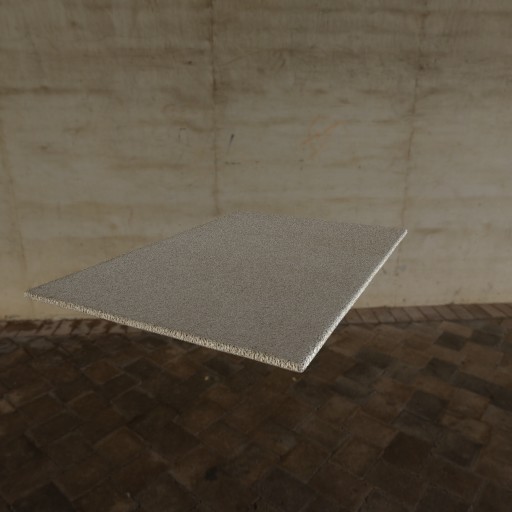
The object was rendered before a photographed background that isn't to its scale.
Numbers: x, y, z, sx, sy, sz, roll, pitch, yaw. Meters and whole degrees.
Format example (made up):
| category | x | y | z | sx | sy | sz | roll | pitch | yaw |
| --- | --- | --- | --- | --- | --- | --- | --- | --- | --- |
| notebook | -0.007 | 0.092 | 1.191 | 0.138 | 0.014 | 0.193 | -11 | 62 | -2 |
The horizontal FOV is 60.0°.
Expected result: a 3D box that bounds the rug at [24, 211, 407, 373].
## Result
| category | x | y | z | sx | sy | sz | roll | pitch | yaw |
| --- | --- | --- | --- | --- | --- | --- | --- | --- | --- |
| rug | 0.000 | 0.000 | 2.287 | 1.219 | 0.030 | 1.778 | 9 | 20 | 26 |
